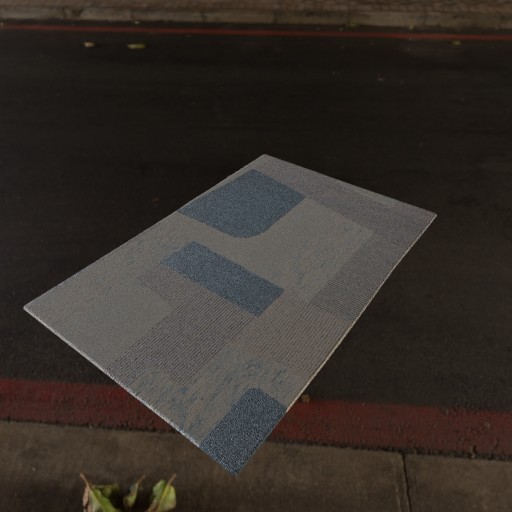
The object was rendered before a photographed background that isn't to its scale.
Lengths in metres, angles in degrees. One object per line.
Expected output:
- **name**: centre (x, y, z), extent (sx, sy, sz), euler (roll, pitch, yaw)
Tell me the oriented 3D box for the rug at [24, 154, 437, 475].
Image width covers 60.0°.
- **rug**: centre (0.000, 0.000, 2.276), extent (1.238, 0.020, 1.847), euler (26, 46, 27)
